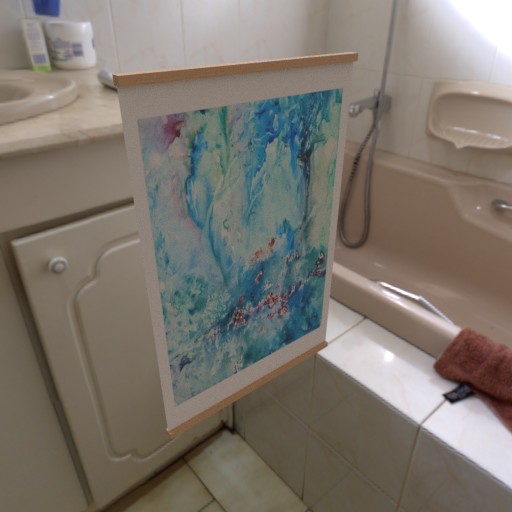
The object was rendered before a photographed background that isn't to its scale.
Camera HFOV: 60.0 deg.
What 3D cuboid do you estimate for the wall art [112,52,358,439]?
[{"bbox_3d":[0.000,0.000,0.632,0.335,0.510,0.013,-21,36,-32],"label":"wall art"}]
